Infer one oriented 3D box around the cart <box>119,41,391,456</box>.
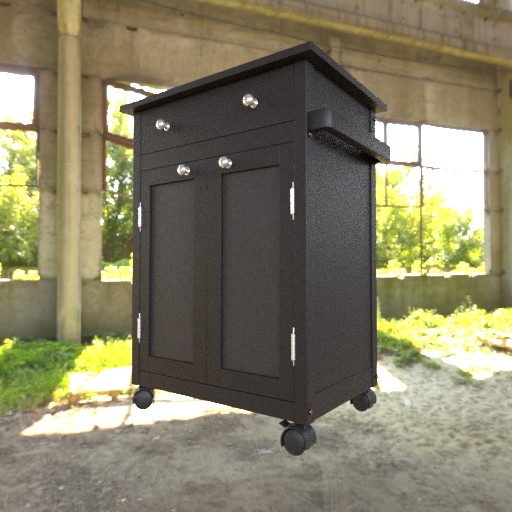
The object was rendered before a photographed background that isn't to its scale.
[{"bbox_3d":[0.000,0.000,1.275,0.660,0.879,0.456,-1,-2,36],"label":"cart"}]
